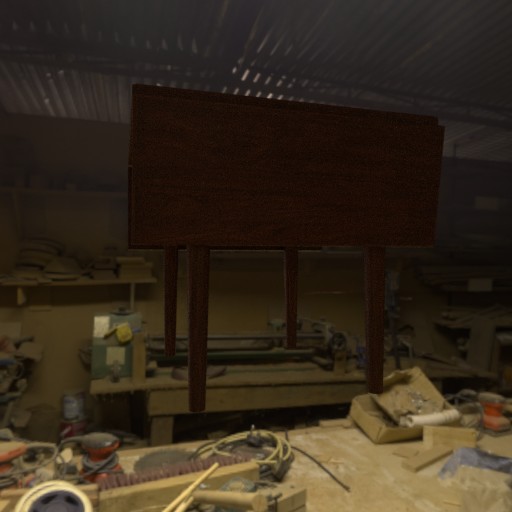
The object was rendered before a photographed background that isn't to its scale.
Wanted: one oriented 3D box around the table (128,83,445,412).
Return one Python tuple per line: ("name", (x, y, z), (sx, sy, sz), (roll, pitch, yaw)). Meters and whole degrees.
("table", (0.000, 0.000, 1.475), (0.812, 0.763, 0.843), (0, 0, -17))
